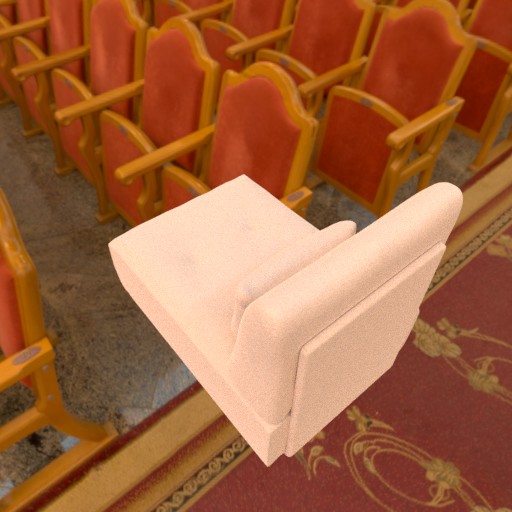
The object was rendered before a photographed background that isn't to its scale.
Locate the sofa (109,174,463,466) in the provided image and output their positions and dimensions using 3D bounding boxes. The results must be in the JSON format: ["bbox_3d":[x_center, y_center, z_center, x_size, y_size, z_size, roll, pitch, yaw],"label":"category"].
[{"bbox_3d":[0.000,0.000,1.551,0.700,0.820,1.000,-31,54,-26],"label":"sofa"}]
